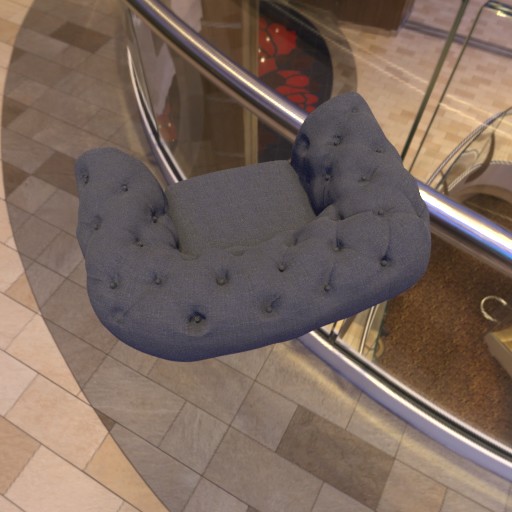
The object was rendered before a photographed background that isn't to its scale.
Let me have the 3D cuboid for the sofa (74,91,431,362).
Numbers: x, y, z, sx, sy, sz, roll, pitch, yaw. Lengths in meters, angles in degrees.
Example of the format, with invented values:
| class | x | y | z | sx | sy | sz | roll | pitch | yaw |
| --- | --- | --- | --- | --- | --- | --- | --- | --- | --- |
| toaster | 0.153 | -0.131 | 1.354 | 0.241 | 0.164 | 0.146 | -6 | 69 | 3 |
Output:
| class | x | y | z | sx | sy | sz | roll | pitch | yaw |
| --- | --- | --- | --- | --- | --- | --- | --- | --- | --- |
| sofa | 0.000 | 0.000 | 2.066 | 1.405 | 0.878 | 1.032 | -15 | 60 | -9 |
